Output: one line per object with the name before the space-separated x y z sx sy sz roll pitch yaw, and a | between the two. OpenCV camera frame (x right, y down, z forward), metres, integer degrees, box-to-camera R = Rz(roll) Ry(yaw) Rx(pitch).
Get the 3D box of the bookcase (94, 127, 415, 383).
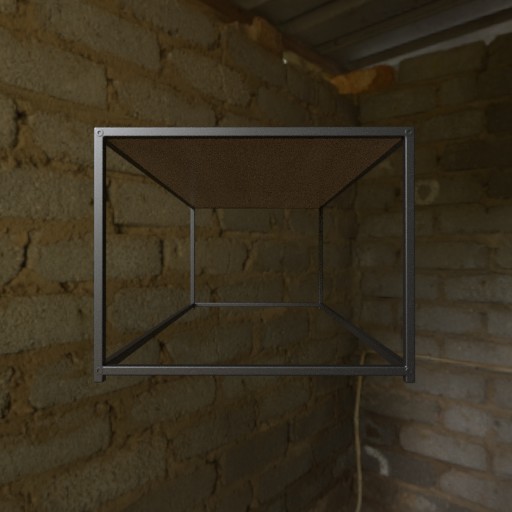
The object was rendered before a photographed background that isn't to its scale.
bookcase | 0.000 0.000 1.189 0.500 0.400 1.000 0 0 0
